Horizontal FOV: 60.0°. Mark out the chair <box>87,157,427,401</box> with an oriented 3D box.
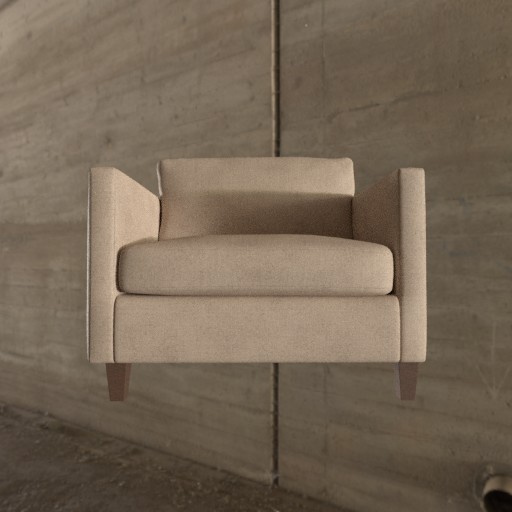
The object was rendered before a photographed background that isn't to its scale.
[{"bbox_3d":[0.000,0.000,1.879,1.133,0.961,0.959,0,-1,-1],"label":"chair"}]
